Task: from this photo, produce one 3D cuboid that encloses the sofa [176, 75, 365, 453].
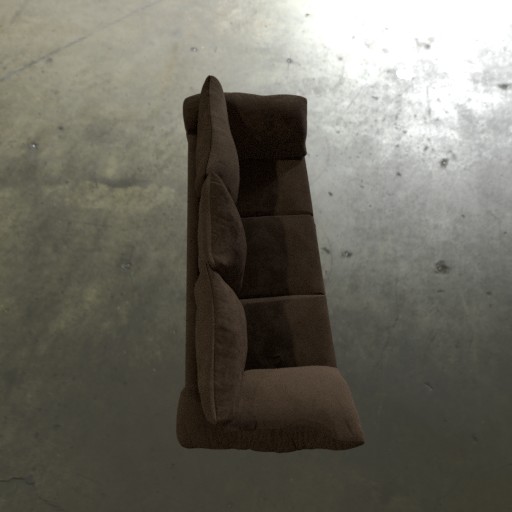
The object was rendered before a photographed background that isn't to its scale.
[{"bbox_3d":[0.000,0.000,2.803,0.878,1.015,2.336,-3,62,-2],"label":"sofa"}]
